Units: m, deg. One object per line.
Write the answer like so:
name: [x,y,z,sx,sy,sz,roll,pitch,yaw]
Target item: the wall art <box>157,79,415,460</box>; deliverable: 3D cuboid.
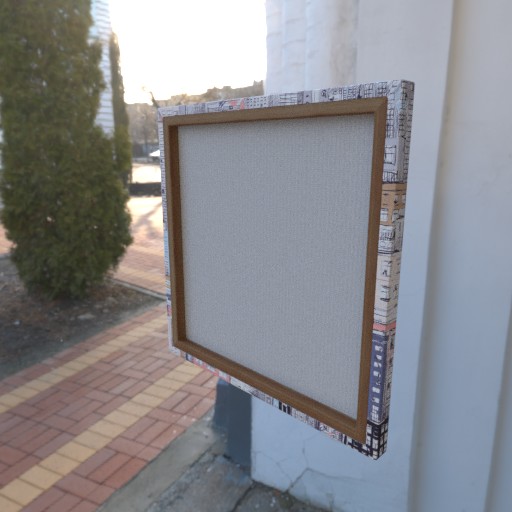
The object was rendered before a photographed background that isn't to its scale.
wall art: [0.000,0.000,1.127,0.761,0.762,0.048,13,18,43]
